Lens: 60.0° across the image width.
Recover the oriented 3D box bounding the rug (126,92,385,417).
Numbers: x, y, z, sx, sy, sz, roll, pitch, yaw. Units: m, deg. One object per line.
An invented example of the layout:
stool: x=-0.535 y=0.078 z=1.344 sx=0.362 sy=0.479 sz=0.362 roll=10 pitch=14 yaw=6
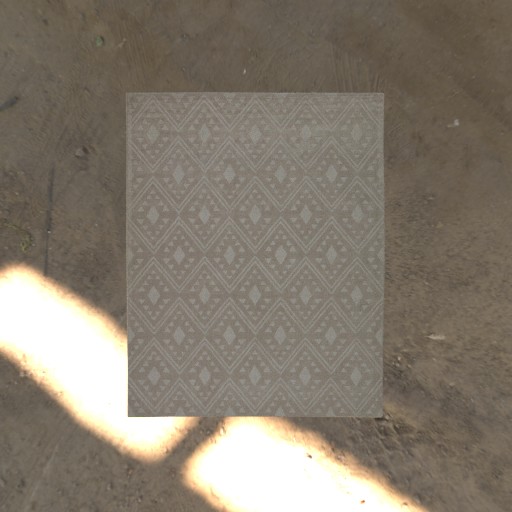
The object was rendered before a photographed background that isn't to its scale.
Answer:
rug: x=0.000 y=0.000 z=4.117 sx=2.399 sy=0.054 sz=3.011 roll=0 pitch=91 yaw=0
